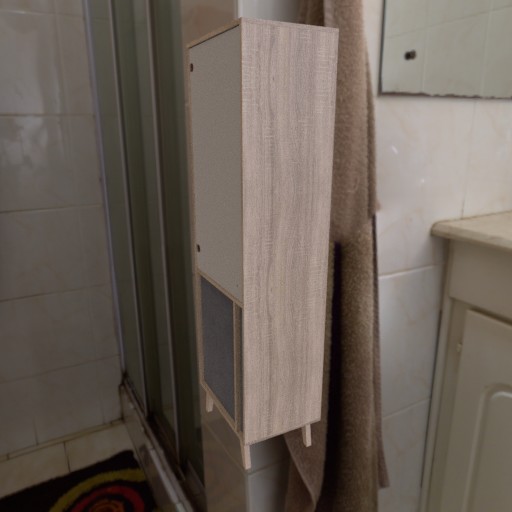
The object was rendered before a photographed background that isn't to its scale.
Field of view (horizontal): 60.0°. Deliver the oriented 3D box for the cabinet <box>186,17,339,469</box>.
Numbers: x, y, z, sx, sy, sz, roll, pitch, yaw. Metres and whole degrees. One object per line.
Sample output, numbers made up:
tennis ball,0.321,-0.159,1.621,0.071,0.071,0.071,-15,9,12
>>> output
cabinet,0.000,0.000,2.058,0.400,1.850,0.570,-8,18,-26
